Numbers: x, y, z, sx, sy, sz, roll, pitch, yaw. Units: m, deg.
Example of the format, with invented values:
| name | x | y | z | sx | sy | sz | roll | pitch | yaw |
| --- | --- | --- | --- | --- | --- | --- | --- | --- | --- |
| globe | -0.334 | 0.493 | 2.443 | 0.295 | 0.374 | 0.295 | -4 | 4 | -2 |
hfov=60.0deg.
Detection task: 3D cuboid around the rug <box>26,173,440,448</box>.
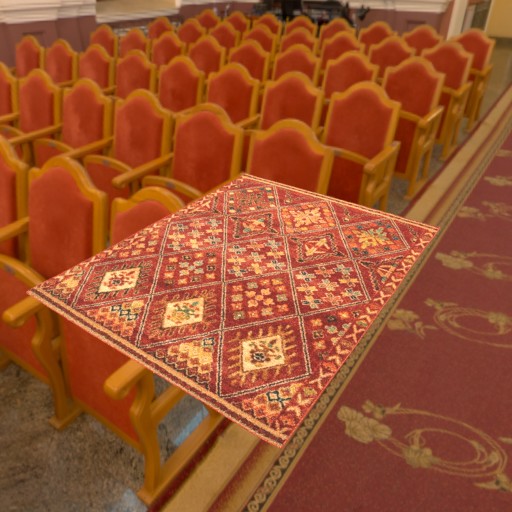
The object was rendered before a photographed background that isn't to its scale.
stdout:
| name | x | y | z | sx | sy | sz | roll | pitch | yaw |
| --- | --- | --- | --- | --- | --- | --- | --- | --- | --- |
| rug | 0.000 | 0.000 | 4.105 | 2.489 | 0.030 | 3.086 | 21 | 38 | 29 |
